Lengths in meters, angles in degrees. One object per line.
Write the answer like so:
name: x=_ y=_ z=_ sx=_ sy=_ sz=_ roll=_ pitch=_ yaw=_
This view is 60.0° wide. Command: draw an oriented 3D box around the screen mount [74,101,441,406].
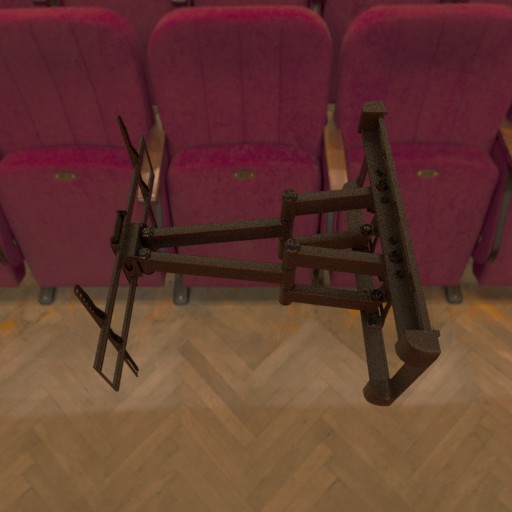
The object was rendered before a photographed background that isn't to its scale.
screen mount: x=0.000 y=0.000 z=1.105 sx=0.644 sy=0.491 sz=0.661 roll=0 pitch=58 yaw=0
